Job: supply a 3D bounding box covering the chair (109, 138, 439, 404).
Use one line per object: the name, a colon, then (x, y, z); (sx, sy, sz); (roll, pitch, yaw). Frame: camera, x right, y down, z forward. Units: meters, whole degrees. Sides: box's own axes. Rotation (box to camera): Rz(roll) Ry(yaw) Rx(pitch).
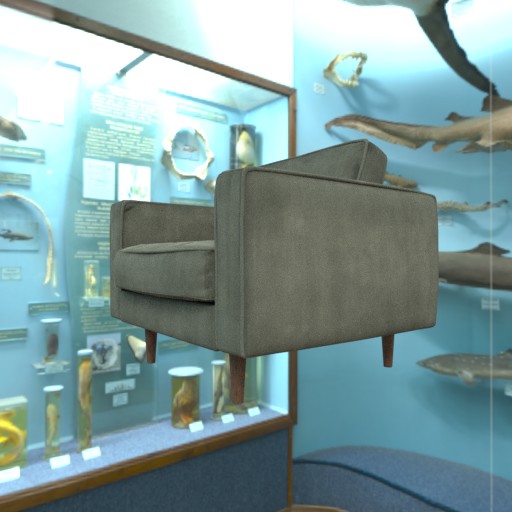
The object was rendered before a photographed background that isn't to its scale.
chair: (0.000, 0.000, 1.551); (0.843, 0.773, 0.928); (0, 0, -37)
